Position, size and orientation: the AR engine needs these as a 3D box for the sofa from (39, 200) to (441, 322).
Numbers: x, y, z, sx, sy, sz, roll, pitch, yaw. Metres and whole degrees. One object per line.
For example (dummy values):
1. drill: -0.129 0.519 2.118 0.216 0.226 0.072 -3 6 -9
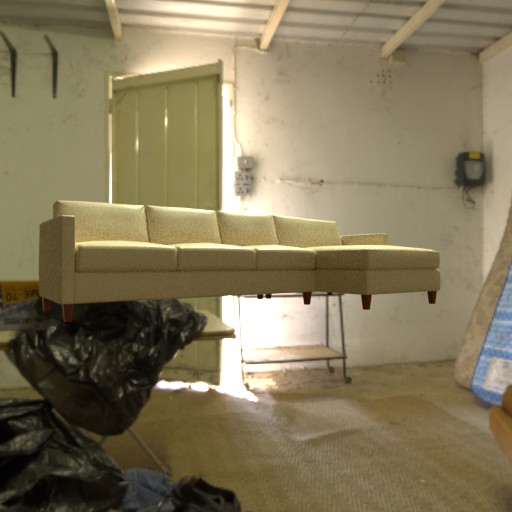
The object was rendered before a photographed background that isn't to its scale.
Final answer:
1. sofa: 0.000 0.000 4.137 3.471 0.954 1.603 1 -1 -35
